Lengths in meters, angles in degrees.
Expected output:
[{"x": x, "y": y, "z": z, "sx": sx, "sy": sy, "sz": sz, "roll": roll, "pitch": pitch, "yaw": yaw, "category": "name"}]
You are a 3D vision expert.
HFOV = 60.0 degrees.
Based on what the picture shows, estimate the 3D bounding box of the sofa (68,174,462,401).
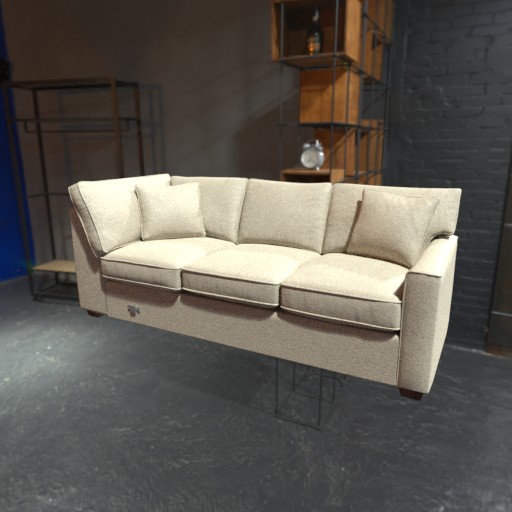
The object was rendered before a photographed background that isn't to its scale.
[{"x": 0.000, "y": 0.000, "z": 2.876, "sx": 2.323, "sy": 0.948, "sz": 1.053, "roll": 8, "pitch": 16, "yaw": 27, "category": "sofa"}]
